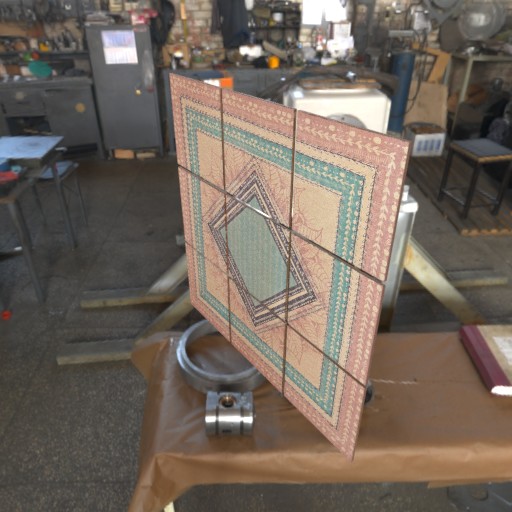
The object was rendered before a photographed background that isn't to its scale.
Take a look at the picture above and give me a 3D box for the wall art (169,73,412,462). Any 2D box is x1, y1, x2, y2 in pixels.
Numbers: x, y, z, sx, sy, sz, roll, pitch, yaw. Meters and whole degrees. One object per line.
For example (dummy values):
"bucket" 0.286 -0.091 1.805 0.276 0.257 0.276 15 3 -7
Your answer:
"wall art" 0.000 0.000 2.222 0.014 1.525 1.527 -21 37 -31
